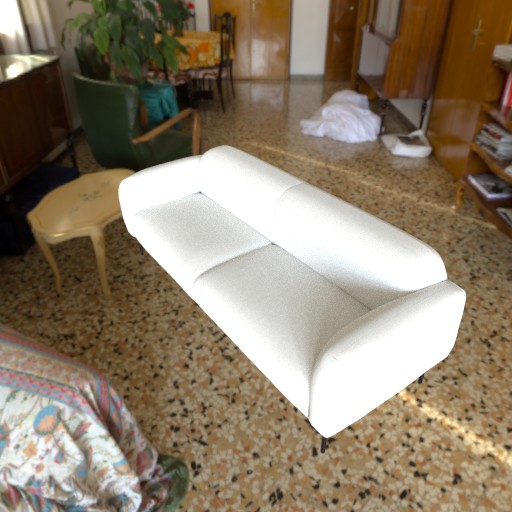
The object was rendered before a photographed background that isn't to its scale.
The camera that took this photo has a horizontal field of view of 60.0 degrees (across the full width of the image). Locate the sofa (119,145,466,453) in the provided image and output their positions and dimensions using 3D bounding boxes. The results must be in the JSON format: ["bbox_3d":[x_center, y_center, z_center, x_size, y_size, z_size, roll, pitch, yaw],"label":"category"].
[{"bbox_3d":[0.000,0.000,2.643,0.880,0.780,2.257,-21,38,-29],"label":"sofa"}]
